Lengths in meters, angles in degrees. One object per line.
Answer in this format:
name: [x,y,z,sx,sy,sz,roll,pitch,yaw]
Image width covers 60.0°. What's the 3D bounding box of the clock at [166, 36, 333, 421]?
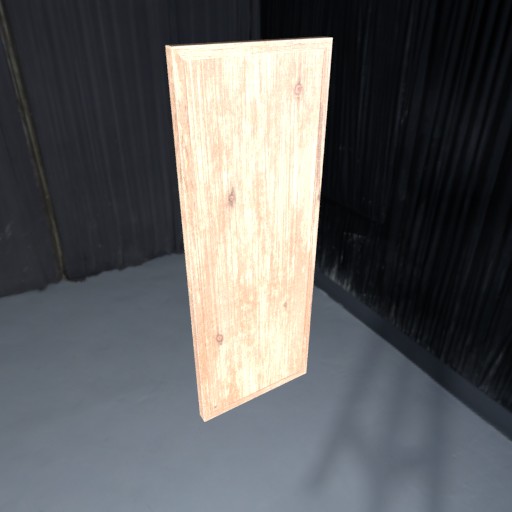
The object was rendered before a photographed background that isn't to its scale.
clock: [0.000,0.000,1.102,0.361,0.965,0.030,-17,35,-27]
